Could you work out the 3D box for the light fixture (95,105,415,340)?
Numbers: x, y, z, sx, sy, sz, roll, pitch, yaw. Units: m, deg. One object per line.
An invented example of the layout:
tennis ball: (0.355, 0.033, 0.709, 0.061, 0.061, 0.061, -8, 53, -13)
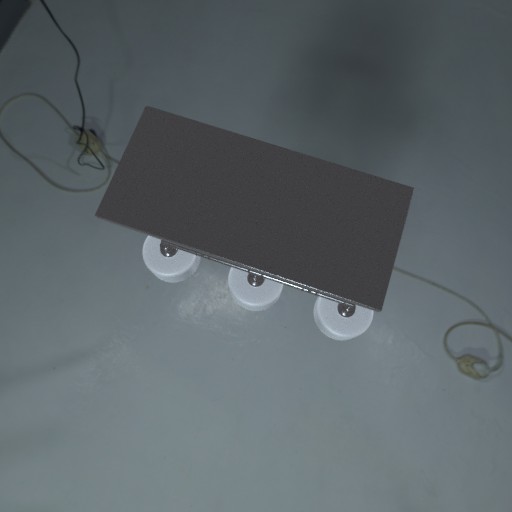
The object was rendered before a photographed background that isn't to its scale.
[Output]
light fixture: (0.000, 0.000, 0.862, 0.582, 0.557, 0.177, 18, 76, 5)
